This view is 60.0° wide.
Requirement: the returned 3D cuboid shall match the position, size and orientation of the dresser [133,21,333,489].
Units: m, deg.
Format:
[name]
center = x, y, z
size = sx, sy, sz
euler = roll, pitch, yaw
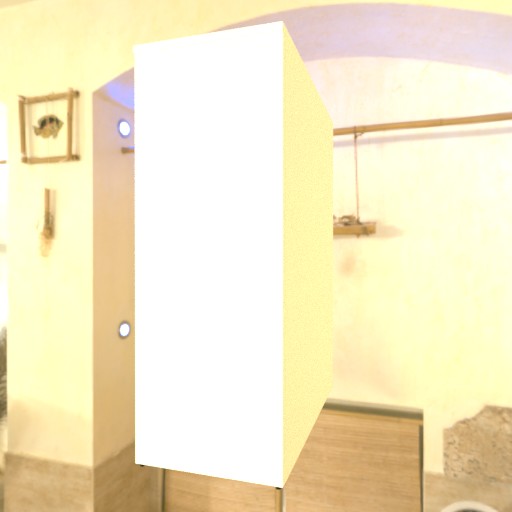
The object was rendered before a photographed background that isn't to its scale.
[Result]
[dresser]
center = 0.000, 0.000, 1.417
size = 0.380, 1.040, 0.800
euler = 0, 0, 18
